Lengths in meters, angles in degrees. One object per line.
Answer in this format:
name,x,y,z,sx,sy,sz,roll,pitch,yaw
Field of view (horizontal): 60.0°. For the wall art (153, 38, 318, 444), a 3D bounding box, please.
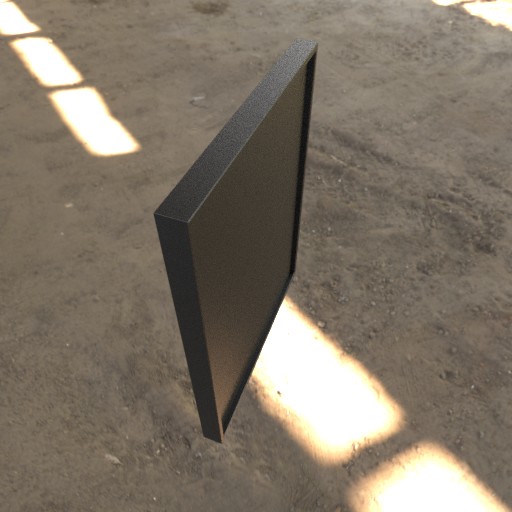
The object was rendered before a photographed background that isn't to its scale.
wall art,0.000,0.000,0.763,0.039,0.555,0.449,16,49,14
